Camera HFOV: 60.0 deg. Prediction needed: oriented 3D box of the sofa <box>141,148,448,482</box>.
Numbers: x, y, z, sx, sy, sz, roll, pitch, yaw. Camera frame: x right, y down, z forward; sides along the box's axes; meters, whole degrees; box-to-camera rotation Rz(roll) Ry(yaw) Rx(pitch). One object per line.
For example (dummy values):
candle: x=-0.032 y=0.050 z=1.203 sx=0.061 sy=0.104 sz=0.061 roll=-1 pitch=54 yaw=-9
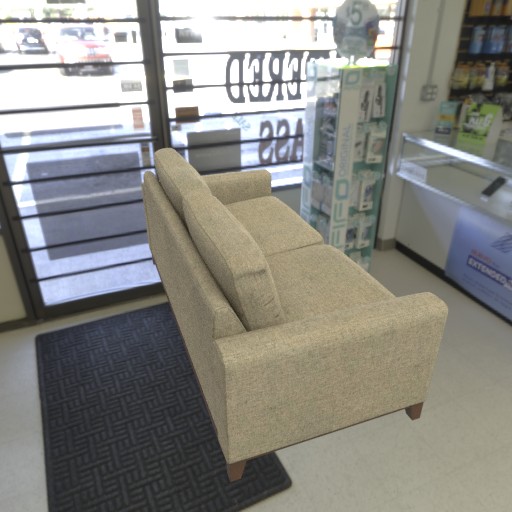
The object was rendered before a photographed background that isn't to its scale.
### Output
sofa: x=0.000 y=0.000 z=2.480 sx=0.969 sy=0.892 sz=1.978 roll=-10 pitch=29 yaw=-18
